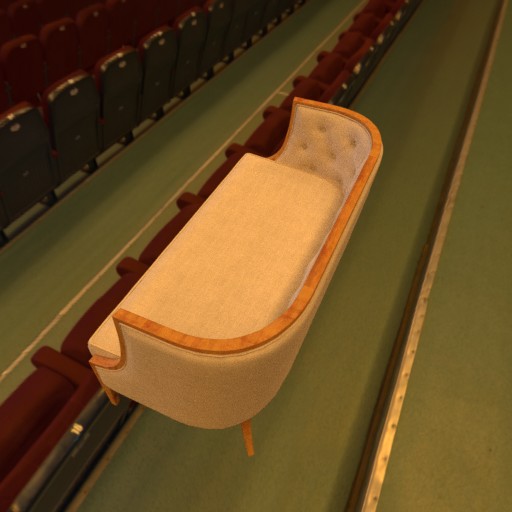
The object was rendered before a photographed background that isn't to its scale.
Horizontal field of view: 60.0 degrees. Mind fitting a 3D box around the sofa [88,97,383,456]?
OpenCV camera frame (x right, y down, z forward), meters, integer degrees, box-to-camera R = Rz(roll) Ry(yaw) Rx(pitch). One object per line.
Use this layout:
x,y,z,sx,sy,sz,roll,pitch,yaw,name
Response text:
0.000,0.000,1.968,0.770,0.775,1.474,19,49,17,sofa
